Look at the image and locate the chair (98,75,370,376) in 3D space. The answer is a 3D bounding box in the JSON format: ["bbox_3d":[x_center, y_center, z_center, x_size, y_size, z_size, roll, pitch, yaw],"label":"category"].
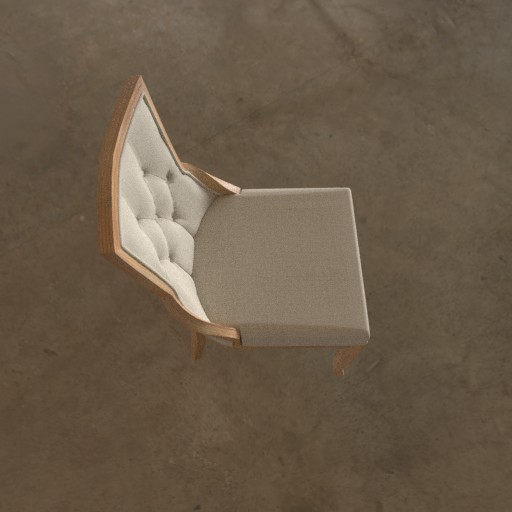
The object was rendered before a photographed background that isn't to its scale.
[{"bbox_3d":[0.000,0.000,1.331,0.641,0.947,0.524,-1,63,0],"label":"chair"}]
